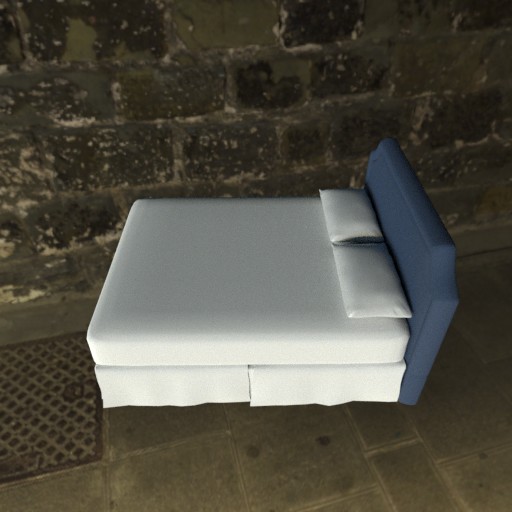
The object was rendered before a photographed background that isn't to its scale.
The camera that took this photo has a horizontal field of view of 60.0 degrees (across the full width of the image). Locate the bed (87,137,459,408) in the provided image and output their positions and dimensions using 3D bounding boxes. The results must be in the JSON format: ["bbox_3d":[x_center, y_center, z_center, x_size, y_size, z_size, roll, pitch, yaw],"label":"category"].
[{"bbox_3d":[0.000,0.000,3.397,2.260,1.297,1.831,0,40,-1],"label":"bed"}]
